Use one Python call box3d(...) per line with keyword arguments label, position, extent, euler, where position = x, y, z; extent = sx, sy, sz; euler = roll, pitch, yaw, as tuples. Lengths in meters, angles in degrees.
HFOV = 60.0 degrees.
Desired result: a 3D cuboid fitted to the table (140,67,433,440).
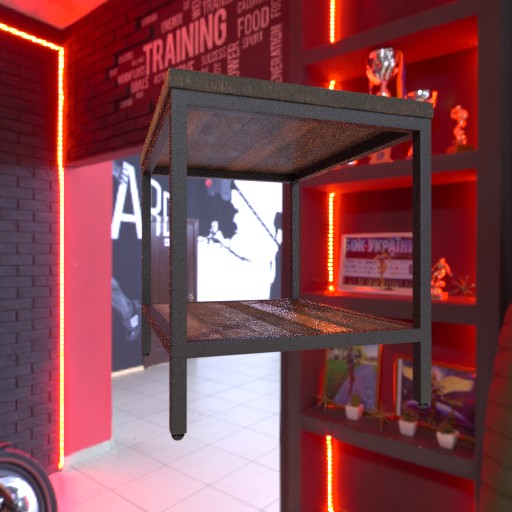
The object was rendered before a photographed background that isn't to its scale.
box3d(label="table", position=(0.000, 0.000, 1.124), extent=(0.524, 0.612, 0.678), euler=(0, 0, -18))
